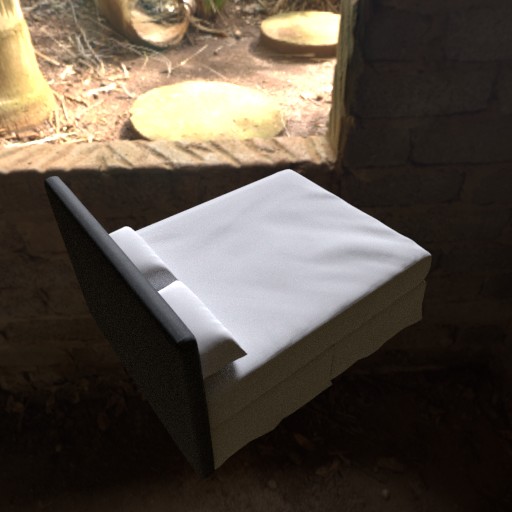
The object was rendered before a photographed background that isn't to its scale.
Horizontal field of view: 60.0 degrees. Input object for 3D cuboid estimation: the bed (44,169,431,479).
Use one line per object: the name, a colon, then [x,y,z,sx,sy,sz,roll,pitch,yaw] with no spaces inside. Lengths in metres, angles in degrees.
bed: [0.000,0.000,3.169,2.142,1.330,1.723,-27,48,-28]
